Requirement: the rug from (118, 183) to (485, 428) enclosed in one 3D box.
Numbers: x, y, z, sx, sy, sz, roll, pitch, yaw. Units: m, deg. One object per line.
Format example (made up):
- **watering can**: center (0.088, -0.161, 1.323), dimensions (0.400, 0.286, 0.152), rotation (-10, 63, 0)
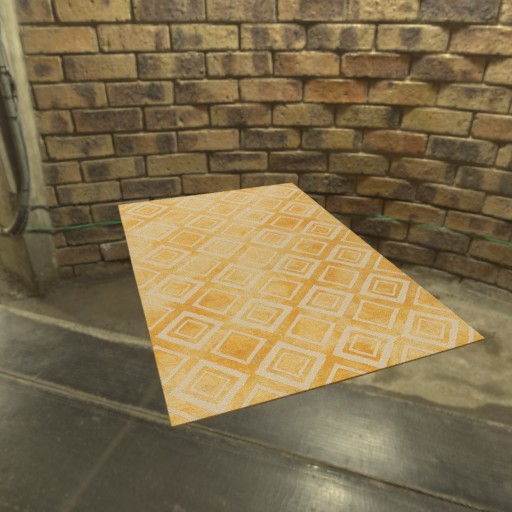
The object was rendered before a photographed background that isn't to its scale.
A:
- **rug**: center (0.000, 0.000, 2.266), dimensions (1.213, 0.010, 1.829), rotation (-10, 31, -17)
